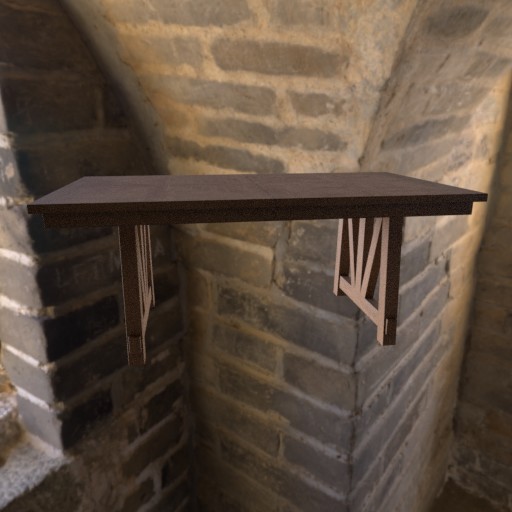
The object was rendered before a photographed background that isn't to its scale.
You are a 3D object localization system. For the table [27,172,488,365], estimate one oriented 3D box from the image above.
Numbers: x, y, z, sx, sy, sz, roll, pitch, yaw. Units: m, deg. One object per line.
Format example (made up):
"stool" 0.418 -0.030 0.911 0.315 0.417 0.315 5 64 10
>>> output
"table" 0.000 0.000 2.371 1.881 0.768 1.016 -2 16 -9
